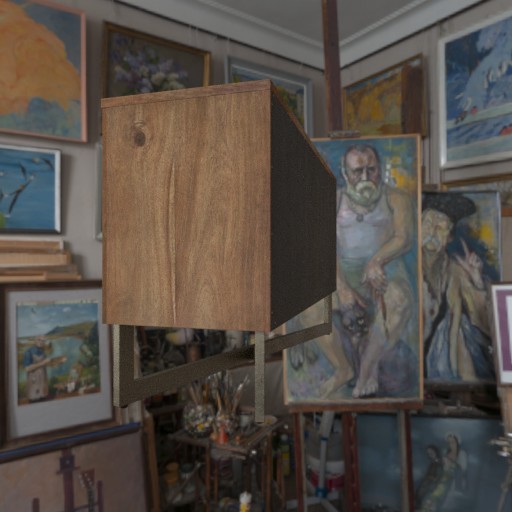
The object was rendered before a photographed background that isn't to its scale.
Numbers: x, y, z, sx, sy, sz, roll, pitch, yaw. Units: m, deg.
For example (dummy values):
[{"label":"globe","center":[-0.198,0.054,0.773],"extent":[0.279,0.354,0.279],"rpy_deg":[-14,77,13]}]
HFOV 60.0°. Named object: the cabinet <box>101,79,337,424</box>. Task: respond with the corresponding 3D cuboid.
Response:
[{"label":"cabinet","center":[0.000,0.000,1.746],"extent":[0.480,0.812,1.373],"rpy_deg":[0,0,17]}]
